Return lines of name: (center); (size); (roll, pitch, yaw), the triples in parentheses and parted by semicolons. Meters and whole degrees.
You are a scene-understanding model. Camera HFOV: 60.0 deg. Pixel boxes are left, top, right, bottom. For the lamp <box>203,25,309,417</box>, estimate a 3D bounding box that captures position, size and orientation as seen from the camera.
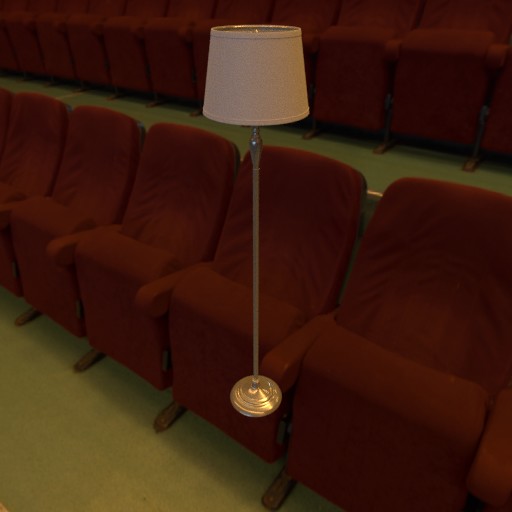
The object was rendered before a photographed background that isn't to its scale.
lamp: (0.000, 0.000, 1.645); (0.327, 1.506, 0.327); (21, 37, 30)
